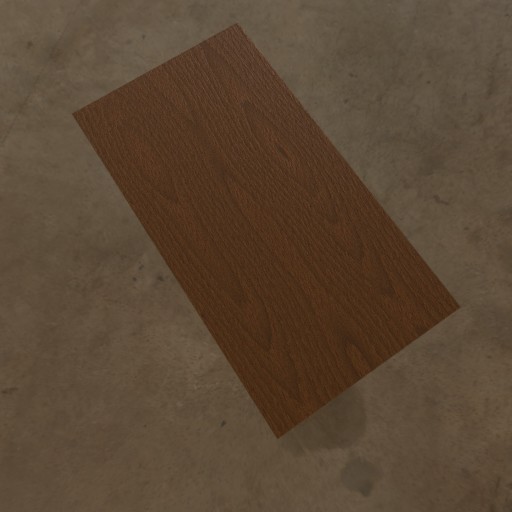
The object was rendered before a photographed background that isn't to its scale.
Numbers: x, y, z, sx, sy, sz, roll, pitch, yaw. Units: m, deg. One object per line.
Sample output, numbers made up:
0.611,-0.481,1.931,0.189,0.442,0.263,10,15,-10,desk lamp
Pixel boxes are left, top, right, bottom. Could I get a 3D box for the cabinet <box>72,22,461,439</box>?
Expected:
0.000,0.000,1.174,0.388,0.748,0.712,-33,78,-8,cabinet
